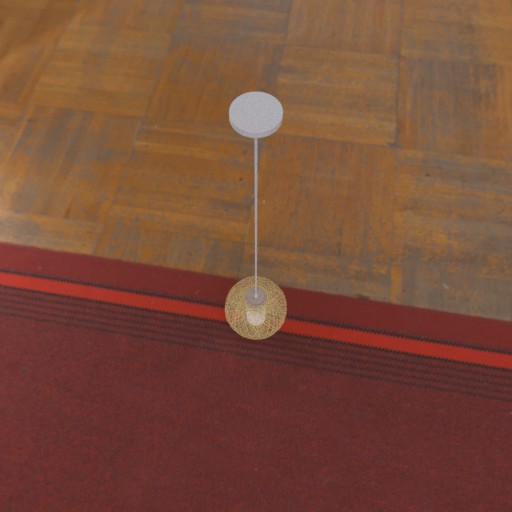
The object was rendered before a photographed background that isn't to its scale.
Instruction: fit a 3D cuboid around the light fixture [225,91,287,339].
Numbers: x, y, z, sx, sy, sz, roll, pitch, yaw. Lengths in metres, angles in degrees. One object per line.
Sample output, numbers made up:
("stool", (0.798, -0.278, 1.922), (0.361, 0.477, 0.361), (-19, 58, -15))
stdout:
("light fixture", (0.000, 0.000, 2.182), (0.406, 1.955, 0.407), (-33, 69, -15))
